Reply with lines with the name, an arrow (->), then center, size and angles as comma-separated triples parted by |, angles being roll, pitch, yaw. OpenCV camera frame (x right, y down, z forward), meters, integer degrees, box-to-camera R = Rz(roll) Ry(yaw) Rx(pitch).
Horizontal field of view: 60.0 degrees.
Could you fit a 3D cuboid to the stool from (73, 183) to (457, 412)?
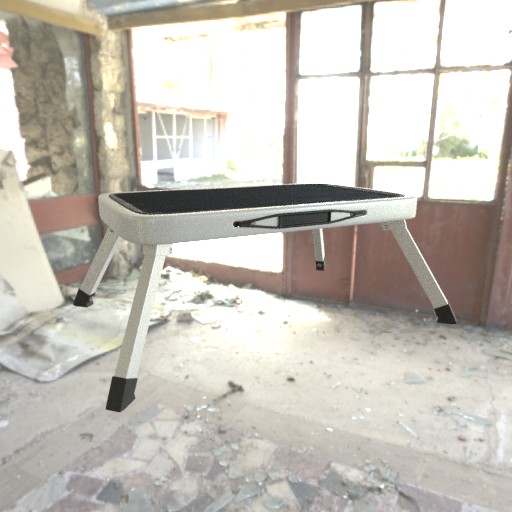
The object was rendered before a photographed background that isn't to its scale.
stool -> 0.000, 0.000, 0.612 | 0.460, 0.170, 0.320 | -7, 16, -26
